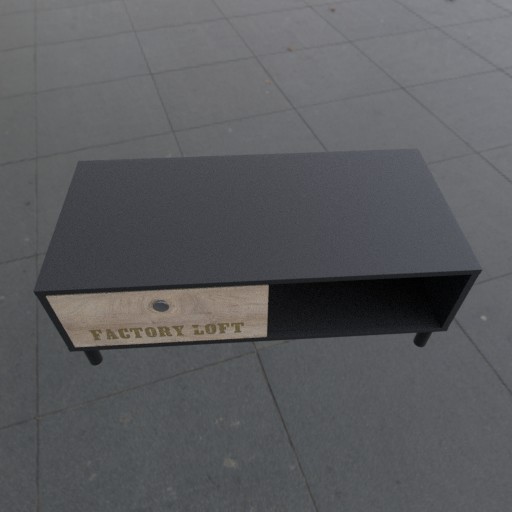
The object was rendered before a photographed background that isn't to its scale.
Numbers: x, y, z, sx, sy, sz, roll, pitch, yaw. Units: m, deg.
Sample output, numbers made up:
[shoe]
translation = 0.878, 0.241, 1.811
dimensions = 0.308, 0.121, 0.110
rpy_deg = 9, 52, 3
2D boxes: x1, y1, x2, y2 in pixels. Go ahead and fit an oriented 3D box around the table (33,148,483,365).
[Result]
[table]
translation = 0.000, 0.000, 1.406
dimensions = 1.100, 0.400, 0.550
rpy_deg = -3, 48, -2
